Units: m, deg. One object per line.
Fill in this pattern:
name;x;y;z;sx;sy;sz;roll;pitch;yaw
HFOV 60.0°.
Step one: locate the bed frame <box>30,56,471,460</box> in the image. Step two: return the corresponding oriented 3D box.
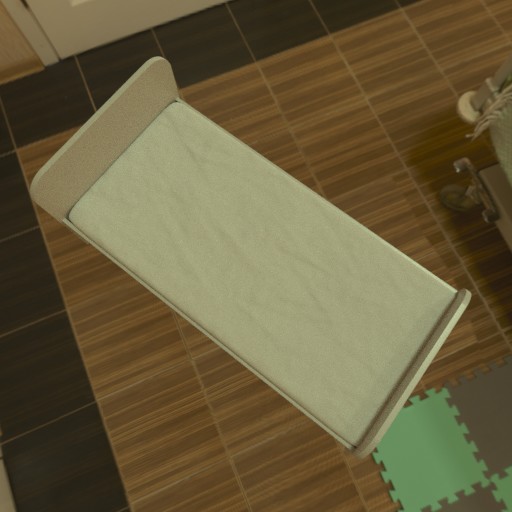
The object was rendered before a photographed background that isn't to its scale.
bed frame;0.000;0.000;2.361;1.963;0.805;0.998;37;78;9
